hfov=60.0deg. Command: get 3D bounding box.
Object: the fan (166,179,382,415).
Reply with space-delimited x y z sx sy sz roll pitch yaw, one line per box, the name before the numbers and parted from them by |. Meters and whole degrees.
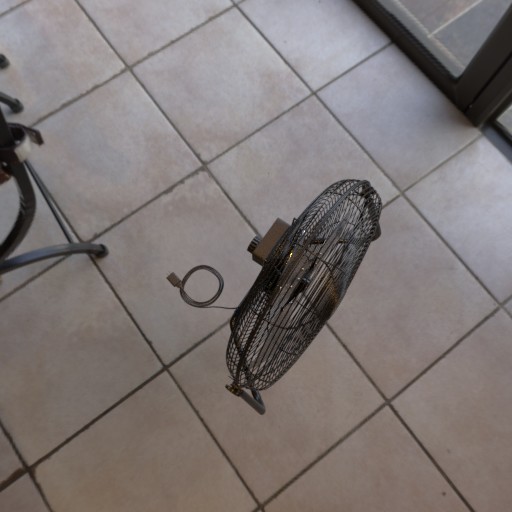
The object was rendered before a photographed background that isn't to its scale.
fan | 0.000 0.000 0.963 0.424 0.546 0.555 34 79 8
